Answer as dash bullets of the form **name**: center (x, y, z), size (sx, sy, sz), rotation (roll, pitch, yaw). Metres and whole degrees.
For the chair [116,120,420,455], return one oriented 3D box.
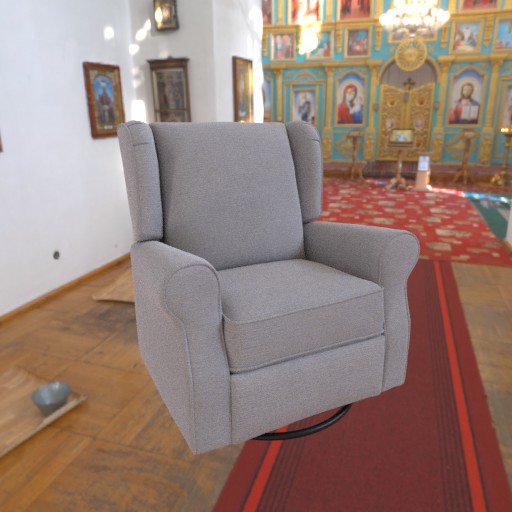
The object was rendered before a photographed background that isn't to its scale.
- **chair**: center (0.000, 0.000, 1.647), size (0.906, 0.966, 0.854), rotation (-8, 19, -26)
